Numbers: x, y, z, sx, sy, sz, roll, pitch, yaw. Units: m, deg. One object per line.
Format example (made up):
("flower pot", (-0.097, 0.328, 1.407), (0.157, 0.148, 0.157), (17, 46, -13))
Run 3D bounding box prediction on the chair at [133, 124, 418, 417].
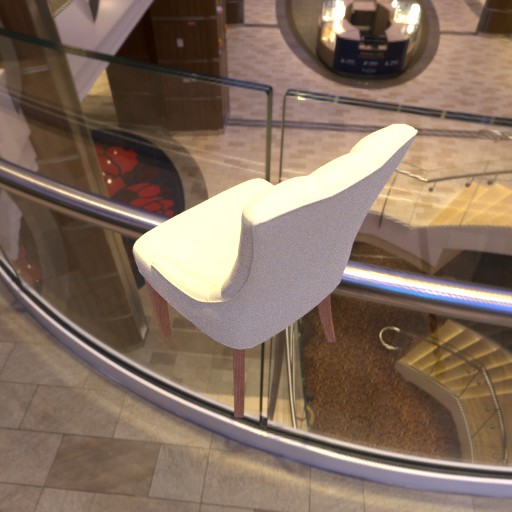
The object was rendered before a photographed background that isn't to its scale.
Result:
("chair", (0.000, 0.000, 1.242), (0.509, 0.874, 0.565), (-32, 54, -27))
